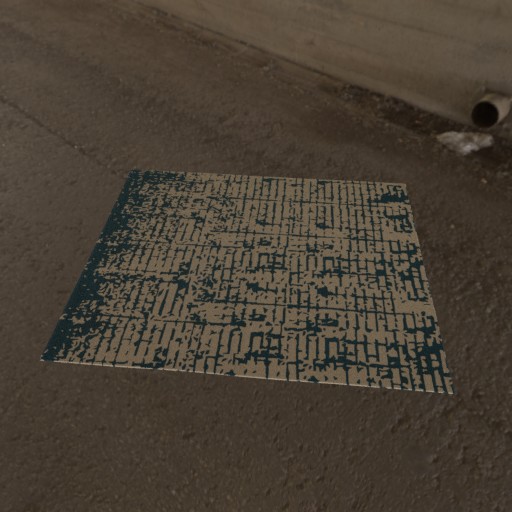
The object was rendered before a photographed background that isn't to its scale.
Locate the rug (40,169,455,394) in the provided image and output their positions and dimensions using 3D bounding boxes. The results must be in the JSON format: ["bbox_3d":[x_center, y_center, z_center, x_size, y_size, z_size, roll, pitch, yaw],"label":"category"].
[{"bbox_3d":[0.000,0.000,4.031,3.017,0.014,2.416,4,46,3],"label":"rug"}]
